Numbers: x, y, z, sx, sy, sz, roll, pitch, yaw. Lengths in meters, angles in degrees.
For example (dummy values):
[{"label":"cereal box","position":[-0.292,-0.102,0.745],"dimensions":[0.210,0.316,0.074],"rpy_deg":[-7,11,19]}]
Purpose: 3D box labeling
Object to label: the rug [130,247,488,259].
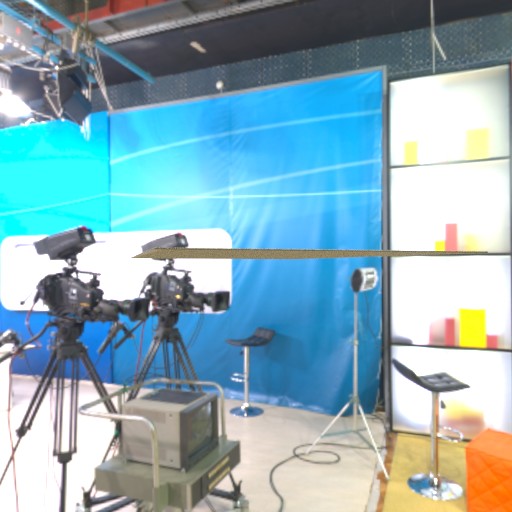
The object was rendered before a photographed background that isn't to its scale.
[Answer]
[{"label":"rug","position":[0.000,0.000,2.202],"dimensions":[1.143,0.006,1.747],"rpy_deg":[0,-1,-18]}]
